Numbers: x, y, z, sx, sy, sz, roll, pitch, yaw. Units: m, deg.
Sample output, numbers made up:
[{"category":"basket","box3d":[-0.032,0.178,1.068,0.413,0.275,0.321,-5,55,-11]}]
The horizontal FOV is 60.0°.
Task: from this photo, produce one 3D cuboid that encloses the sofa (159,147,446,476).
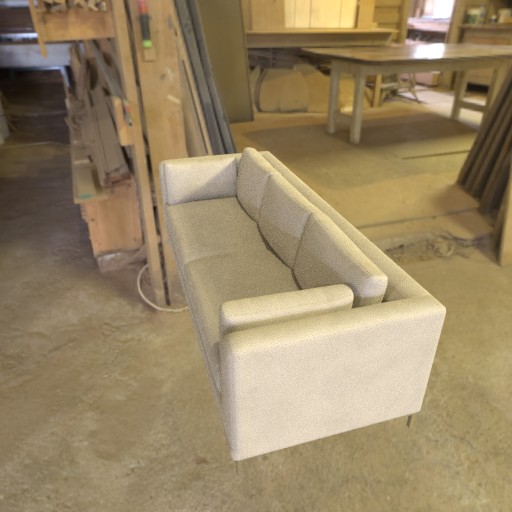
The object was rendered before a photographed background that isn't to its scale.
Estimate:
[{"category":"sofa","box3d":[0.000,0.000,2.915,0.969,0.867,2.415,-9,31,-15]}]
